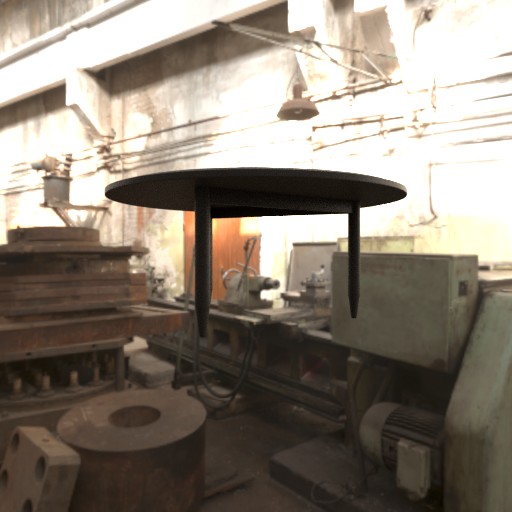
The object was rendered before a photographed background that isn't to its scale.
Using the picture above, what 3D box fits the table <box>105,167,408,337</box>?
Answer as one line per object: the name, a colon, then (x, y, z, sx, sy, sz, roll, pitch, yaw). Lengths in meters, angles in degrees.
table: (0.000, 0.000, 1.393, 0.900, 0.400, 0.900, 0, 1, 0)
